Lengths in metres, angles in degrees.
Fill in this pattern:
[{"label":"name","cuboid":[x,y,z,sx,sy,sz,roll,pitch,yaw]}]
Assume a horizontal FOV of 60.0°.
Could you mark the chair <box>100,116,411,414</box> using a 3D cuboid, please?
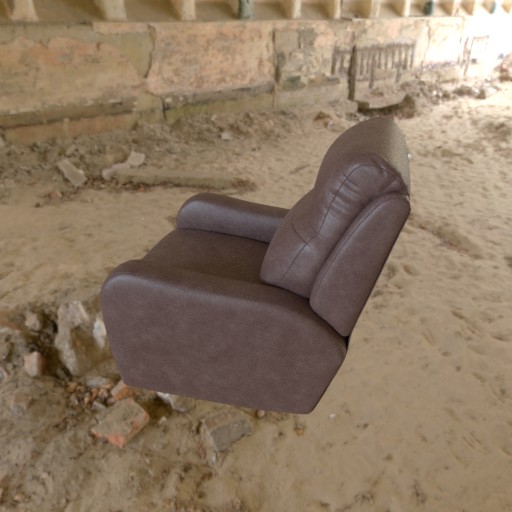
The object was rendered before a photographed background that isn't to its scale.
[{"label":"chair","cuboid":[0.000,0.000,1.826,1.067,1.067,0.865,7,30,13]}]
